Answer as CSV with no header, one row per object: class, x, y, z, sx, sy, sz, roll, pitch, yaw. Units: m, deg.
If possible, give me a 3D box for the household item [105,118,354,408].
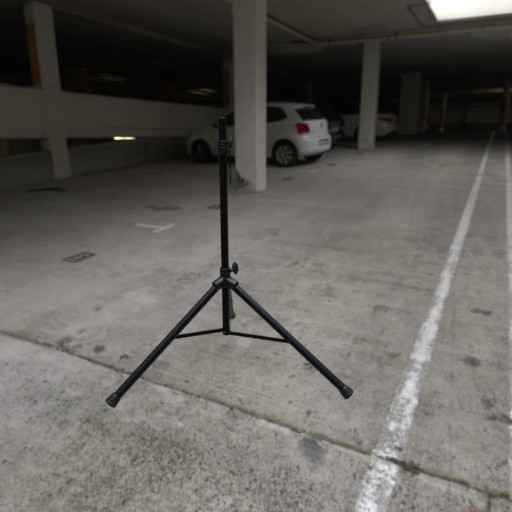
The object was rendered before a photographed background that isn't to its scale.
household item,0.000,0.000,1.901,0.907,1.136,1.045,8,17,27
